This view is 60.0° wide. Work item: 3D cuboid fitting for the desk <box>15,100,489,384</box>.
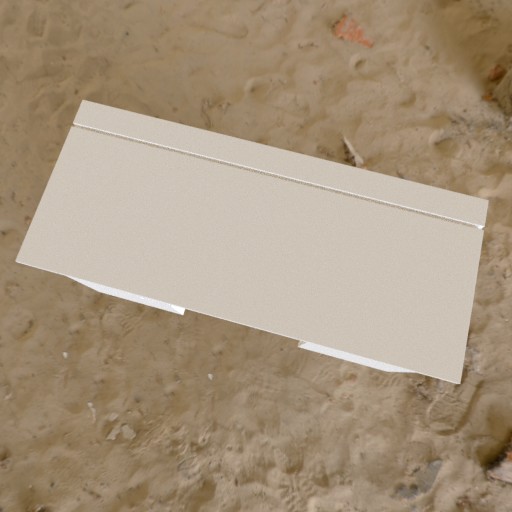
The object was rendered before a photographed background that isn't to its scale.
[{"bbox_3d":[0.000,0.000,1.960,1.580,0.760,0.670,15,76,4],"label":"desk"}]
